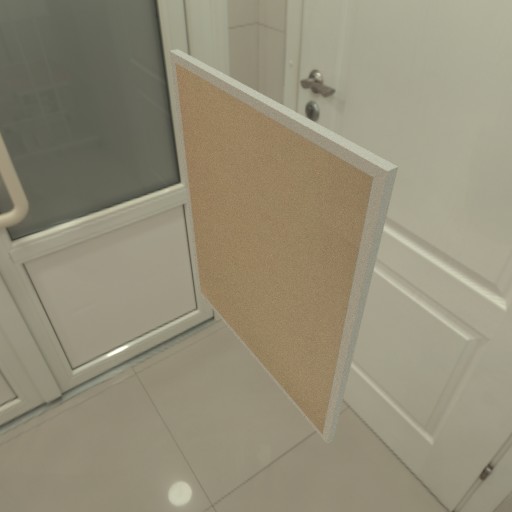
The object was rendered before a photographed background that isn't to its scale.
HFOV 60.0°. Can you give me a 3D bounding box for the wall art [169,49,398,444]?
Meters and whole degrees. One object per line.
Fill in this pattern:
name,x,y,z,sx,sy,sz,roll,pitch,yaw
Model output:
wall art,0.000,0.000,0.623,0.013,0.456,0.382,-25,47,-26
